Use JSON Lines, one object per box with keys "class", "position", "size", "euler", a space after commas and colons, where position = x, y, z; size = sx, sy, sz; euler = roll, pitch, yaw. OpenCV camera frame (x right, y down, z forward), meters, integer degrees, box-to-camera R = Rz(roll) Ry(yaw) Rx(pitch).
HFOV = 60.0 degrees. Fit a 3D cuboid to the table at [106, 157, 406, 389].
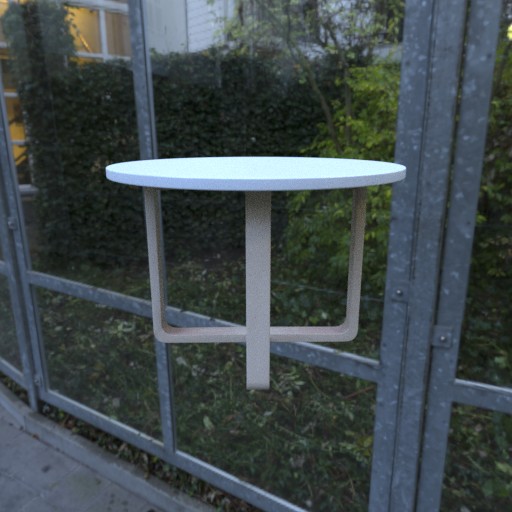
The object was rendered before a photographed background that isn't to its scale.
{"class": "table", "position": [0.000, 0.000, 0.984], "size": [0.600, 0.400, 0.600], "euler": [0, 15, 0]}
